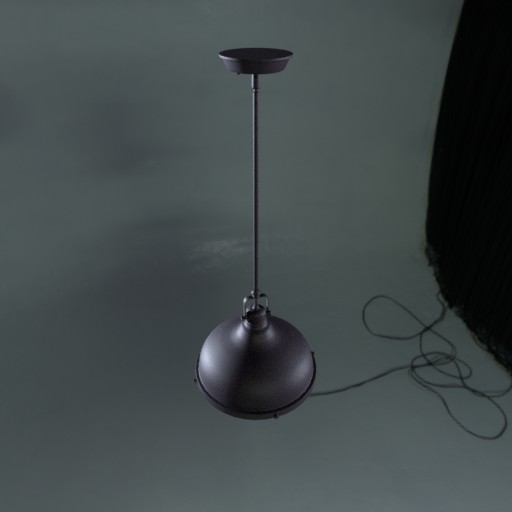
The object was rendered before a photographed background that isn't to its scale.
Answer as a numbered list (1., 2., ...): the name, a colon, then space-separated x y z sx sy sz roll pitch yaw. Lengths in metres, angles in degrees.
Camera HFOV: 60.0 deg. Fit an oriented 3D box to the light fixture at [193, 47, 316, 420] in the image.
1. light fixture: 0.000 0.000 1.009 0.341 0.849 0.341 -9 34 -14
